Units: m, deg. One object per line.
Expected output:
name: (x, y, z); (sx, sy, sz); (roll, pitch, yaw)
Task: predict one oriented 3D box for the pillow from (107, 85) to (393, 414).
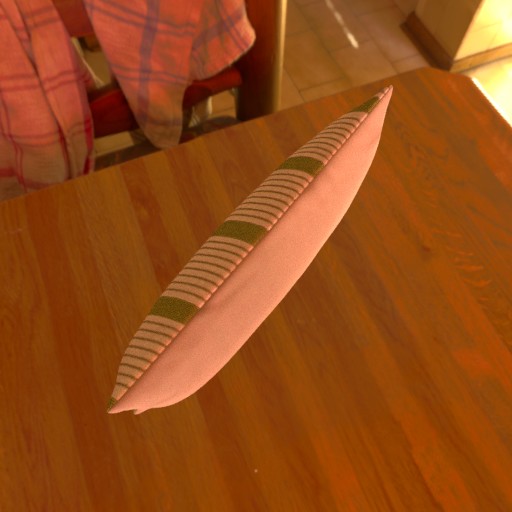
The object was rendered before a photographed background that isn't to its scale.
pillow: (0.000, 0.000, 0.717); (0.156, 0.292, 0.608); (35, 69, 15)
